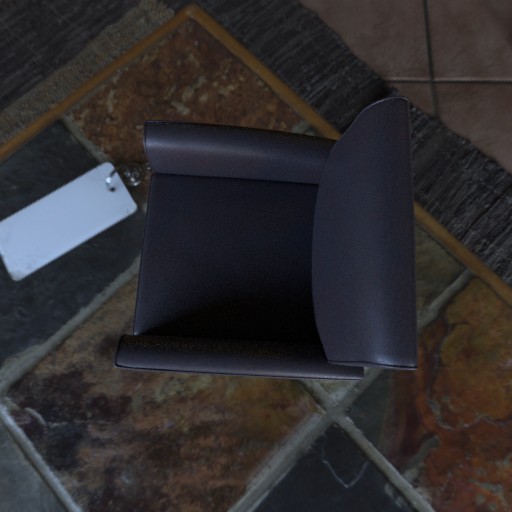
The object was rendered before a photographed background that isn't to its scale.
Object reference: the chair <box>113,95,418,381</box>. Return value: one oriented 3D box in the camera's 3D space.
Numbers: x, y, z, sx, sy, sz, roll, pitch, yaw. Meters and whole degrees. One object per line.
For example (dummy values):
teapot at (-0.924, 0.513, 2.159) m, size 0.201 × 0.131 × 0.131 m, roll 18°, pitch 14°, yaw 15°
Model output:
chair at (0.000, 0.000, 1.562) m, size 0.819 × 0.916 × 0.820 m, roll 3°, pitch 76°, yaw 1°
